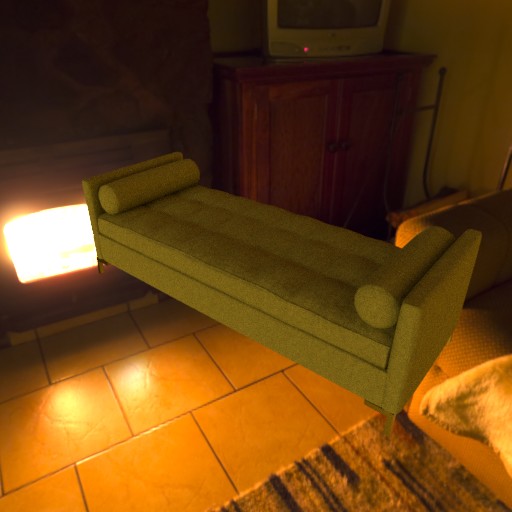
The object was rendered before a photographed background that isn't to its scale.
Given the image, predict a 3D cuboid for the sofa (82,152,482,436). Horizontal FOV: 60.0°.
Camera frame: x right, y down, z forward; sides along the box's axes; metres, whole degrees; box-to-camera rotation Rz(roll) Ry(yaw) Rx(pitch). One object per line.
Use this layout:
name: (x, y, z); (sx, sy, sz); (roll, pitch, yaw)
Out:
sofa: (0.000, 0.000, 2.505); (2.102, 0.657, 0.797); (22, 36, 33)
